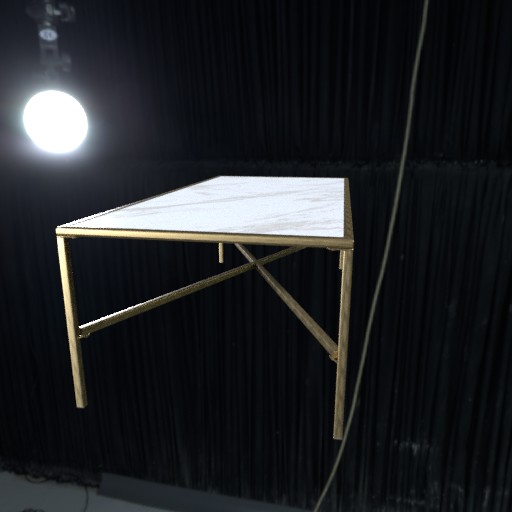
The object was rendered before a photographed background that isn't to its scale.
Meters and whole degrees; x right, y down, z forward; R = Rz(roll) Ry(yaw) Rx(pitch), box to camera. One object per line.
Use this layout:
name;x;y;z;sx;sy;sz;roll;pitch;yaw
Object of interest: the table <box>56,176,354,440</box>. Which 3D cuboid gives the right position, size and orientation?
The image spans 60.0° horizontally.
table;0.000;0.000;1.440;0.577;0.405;1.197;3;15;11
